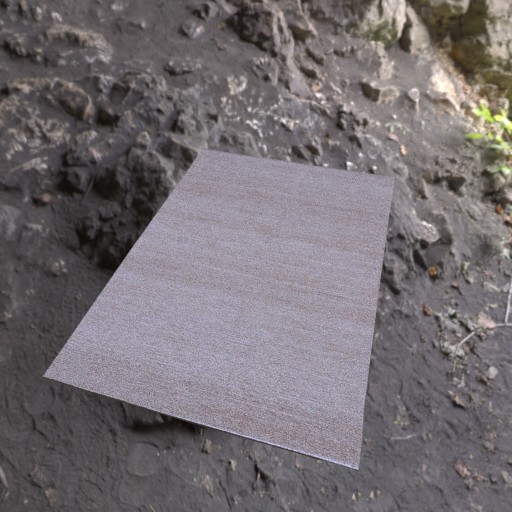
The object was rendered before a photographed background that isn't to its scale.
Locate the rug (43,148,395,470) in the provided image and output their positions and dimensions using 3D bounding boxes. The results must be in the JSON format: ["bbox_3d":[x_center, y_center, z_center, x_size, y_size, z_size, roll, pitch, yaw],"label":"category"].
[{"bbox_3d":[0.000,0.000,2.852,1.596,0.030,2.283,12,46,12],"label":"rug"}]
